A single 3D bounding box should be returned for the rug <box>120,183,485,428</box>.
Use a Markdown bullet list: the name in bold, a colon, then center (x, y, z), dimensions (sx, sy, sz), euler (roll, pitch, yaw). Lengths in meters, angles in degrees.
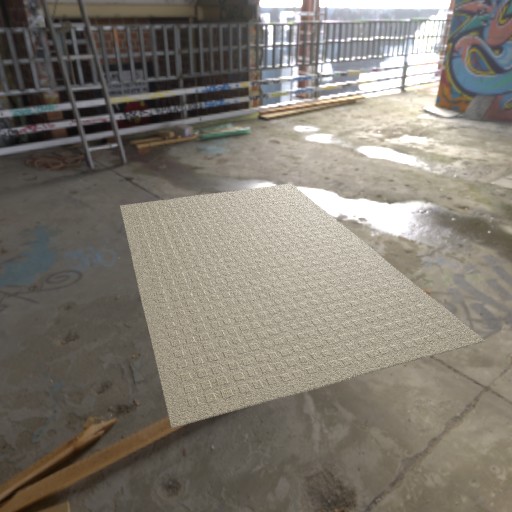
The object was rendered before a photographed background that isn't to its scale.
- **rug**: center (0.000, 0.000, 2.154), dimensions (1.143, 0.006, 1.747), euler (-10, 31, -17)
